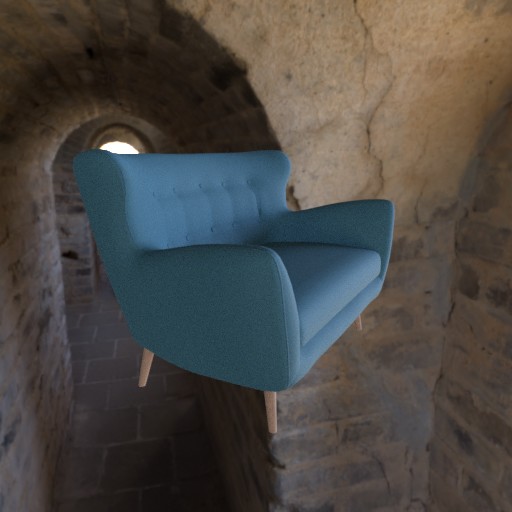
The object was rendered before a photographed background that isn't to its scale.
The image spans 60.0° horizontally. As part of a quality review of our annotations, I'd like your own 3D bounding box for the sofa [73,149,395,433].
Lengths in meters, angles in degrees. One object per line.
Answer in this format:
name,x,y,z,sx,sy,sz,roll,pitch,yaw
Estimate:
sofa,0.000,0.000,1.904,0.889,0.889,1.397,7,15,28
